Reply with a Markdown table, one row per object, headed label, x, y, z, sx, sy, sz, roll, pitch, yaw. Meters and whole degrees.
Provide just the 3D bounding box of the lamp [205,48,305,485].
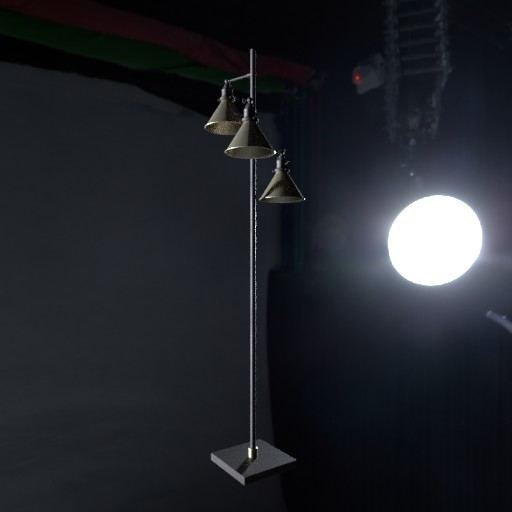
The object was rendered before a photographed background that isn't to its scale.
| label | x | y | z | sx | sy | sz | roll | pitch | yaw |
| --- | --- | --- | --- | --- | --- | --- | --- | --- | --- |
| lamp | 0.000 | 0.000 | 1.861 | 0.415 | 1.716 | 0.428 | 0 | 0 | -35 |
